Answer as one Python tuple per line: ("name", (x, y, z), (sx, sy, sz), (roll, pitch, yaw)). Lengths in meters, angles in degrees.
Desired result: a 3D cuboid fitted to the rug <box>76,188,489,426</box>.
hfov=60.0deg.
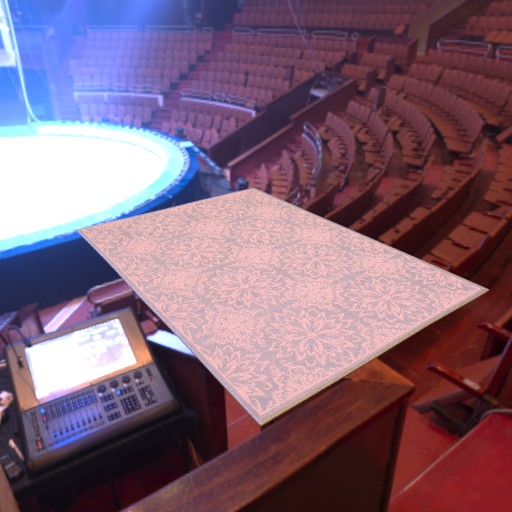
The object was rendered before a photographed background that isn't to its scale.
("rug", (0.000, 0.000, 2.821), (1.589, 0.014, 2.205), (-19, 32, -32))
